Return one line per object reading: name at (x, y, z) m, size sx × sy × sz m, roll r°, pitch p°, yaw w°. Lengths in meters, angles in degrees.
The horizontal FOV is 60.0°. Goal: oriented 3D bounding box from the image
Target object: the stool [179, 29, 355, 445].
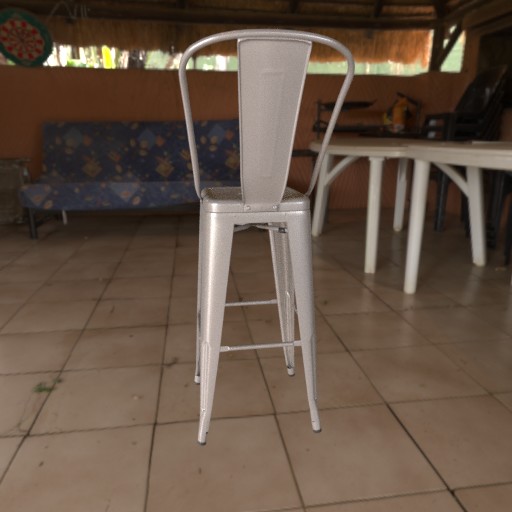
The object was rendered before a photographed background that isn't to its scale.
stool at (0.000, 0.000, 1.286) m, size 0.399 × 1.096 × 0.513 m, roll -3°, pitch 16°, yaw -9°
